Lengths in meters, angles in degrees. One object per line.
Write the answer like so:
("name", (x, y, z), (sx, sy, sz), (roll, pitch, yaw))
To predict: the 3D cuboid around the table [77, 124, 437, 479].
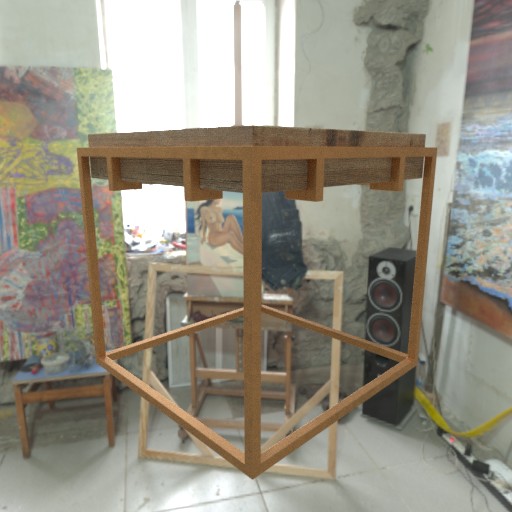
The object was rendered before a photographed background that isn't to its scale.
("table", (0.000, 0.000, 1.101), (0.599, 0.584, 0.599), (-13, 18, -43))
